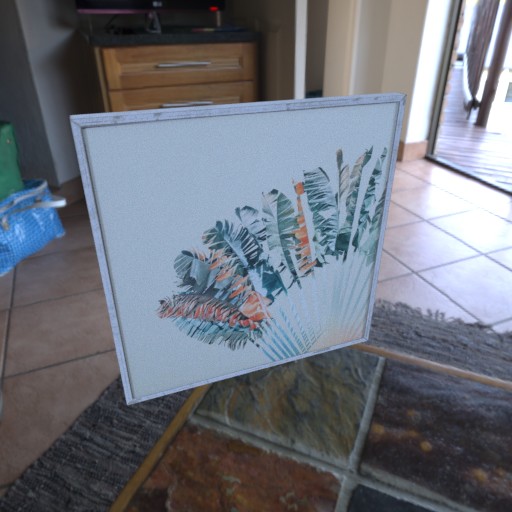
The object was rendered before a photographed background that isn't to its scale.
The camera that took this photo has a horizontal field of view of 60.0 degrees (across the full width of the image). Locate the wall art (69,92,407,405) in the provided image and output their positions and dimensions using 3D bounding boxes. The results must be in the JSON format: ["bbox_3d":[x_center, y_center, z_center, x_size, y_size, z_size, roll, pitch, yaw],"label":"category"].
[{"bbox_3d":[0.000,0.000,1.148,0.760,0.757,0.038,-10,31,-18],"label":"wall art"}]
